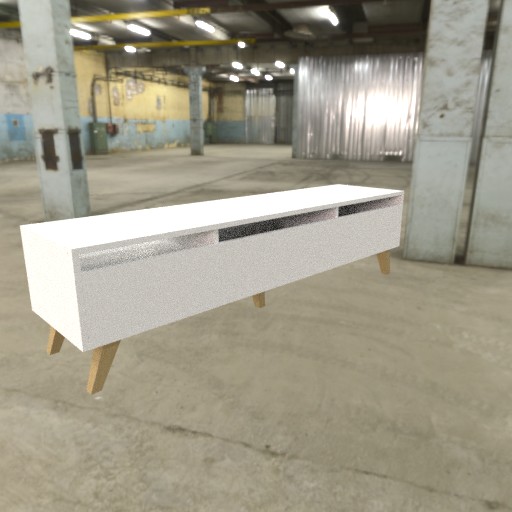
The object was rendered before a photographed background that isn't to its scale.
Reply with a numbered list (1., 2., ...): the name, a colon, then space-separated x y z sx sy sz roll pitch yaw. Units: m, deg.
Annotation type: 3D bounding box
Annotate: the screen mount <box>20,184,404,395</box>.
1. screen mount: 0.000 0.000 1.841 1.644 0.432 0.399 -14 21 -42
